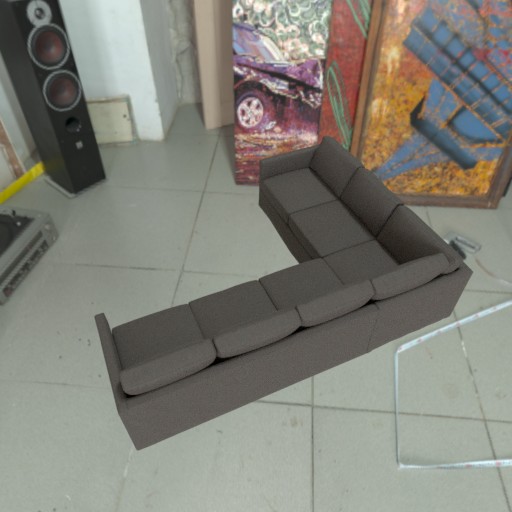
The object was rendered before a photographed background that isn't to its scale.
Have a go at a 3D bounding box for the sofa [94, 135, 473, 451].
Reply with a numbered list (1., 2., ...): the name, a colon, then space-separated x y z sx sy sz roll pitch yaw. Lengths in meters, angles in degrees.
1. sofa: 0.000 0.000 4.420 3.182 0.871 2.432 -18 48 -17
